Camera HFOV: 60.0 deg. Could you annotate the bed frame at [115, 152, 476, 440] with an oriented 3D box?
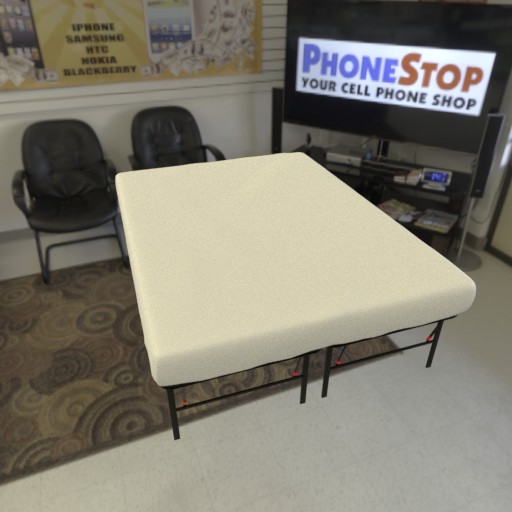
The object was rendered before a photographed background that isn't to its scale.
[{"bbox_3d":[0.000,0.000,2.898,1.584,0.667,2.151,-10,33,-16],"label":"bed frame"}]
